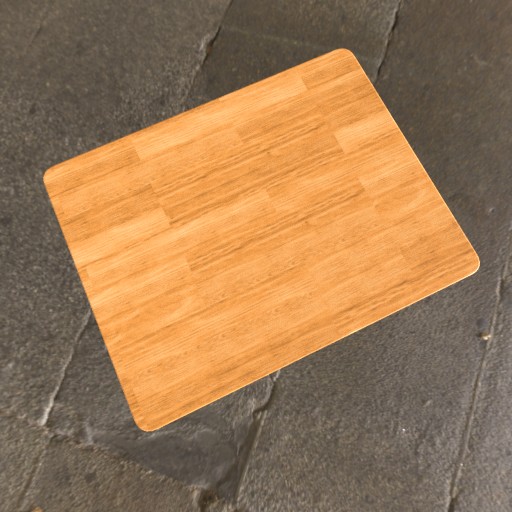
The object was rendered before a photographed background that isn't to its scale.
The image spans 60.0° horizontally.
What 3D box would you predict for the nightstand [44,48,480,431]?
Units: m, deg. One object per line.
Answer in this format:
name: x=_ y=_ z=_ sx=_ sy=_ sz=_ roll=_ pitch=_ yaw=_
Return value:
nightstand: x=0.000 y=0.000 z=0.919 sx=0.560 sy=0.470 sz=0.440 roll=-25 pitch=77 yaw=-6
